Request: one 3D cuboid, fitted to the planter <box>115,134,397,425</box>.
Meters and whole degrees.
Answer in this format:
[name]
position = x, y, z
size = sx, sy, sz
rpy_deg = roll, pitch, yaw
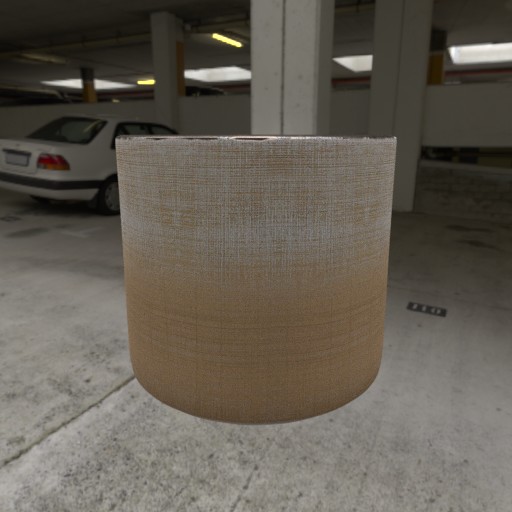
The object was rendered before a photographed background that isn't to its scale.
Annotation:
[planter]
position = 0.000, 0.000, 0.382
size = 0.221, 0.201, 0.221
rpy_deg = 0, 15, 0
